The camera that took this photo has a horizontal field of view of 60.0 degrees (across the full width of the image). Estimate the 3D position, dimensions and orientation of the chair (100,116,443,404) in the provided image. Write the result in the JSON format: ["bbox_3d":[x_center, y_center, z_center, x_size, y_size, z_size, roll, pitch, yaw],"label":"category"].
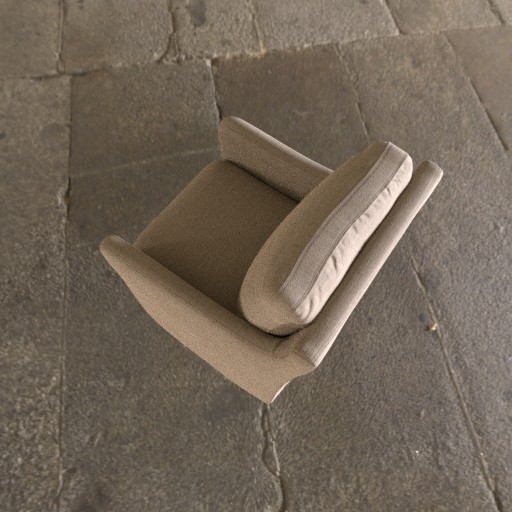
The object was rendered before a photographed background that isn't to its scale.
[{"bbox_3d":[0.000,0.000,1.389,0.694,0.914,0.626,33,68,15],"label":"chair"}]
